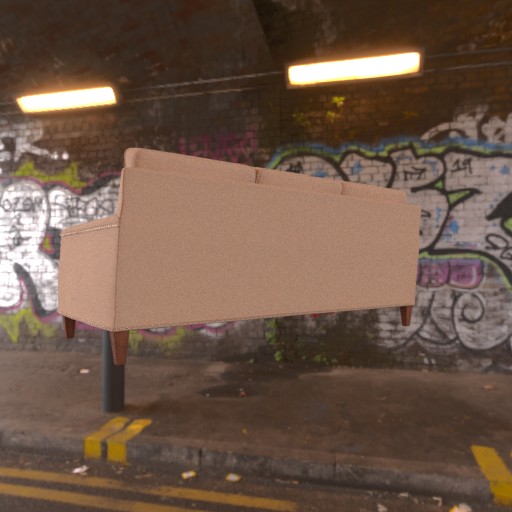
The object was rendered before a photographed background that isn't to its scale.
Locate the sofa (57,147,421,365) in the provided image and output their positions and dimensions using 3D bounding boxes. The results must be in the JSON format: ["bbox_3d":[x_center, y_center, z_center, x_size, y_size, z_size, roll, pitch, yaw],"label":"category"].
[{"bbox_3d":[0.000,0.000,2.936,2.246,1.003,1.084,1,-1,-36],"label":"sofa"}]
